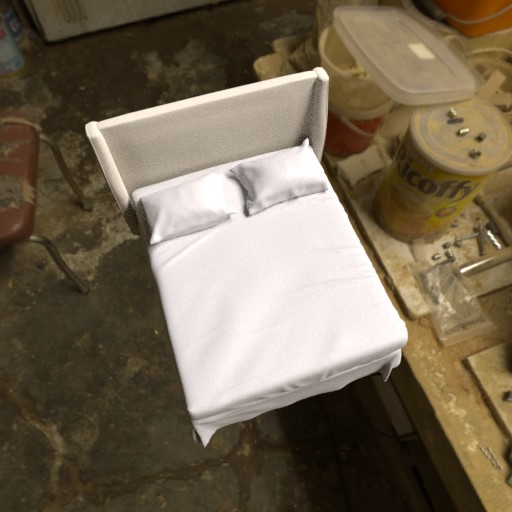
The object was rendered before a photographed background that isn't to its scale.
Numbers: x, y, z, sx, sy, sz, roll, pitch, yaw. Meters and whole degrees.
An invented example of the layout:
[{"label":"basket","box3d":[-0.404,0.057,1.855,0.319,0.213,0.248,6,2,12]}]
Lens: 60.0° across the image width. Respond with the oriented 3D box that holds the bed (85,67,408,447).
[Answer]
[{"label":"bed","box3d":[0.000,0.000,3.480,1.925,1.332,2.276,-17,64,-9]}]
